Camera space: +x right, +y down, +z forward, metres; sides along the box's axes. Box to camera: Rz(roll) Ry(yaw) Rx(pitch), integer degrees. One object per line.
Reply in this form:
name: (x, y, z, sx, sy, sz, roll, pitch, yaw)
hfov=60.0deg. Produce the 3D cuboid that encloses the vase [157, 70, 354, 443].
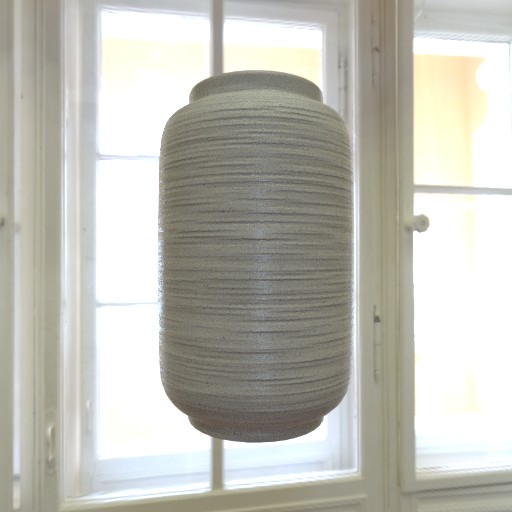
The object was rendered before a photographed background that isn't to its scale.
vase: (0.000, 0.000, 0.466, 0.202, 0.335, 0.202, 0, 0, 0)
